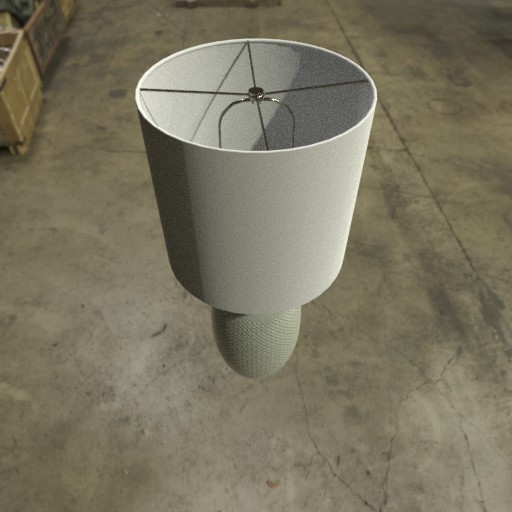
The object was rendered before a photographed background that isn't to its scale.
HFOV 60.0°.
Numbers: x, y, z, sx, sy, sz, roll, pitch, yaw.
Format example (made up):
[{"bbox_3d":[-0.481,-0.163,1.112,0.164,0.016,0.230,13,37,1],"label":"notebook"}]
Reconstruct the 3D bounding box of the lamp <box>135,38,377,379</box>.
[{"bbox_3d":[0.000,0.000,0.567,0.217,0.453,0.217,-3,47,-3],"label":"lamp"}]
